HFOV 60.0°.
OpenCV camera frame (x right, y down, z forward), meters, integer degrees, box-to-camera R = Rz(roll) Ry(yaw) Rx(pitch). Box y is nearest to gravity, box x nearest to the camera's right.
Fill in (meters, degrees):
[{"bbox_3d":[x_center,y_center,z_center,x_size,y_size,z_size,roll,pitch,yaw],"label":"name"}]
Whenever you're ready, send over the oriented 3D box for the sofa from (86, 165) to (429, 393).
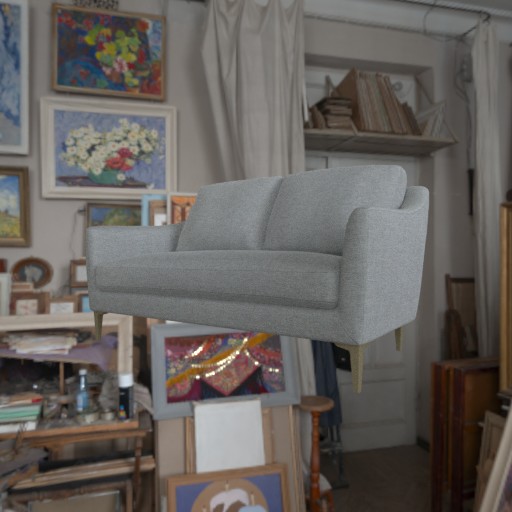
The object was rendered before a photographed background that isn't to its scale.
[{"bbox_3d":[0.000,0.000,2.254,1.619,0.904,0.960,0,0,38],"label":"sofa"}]
